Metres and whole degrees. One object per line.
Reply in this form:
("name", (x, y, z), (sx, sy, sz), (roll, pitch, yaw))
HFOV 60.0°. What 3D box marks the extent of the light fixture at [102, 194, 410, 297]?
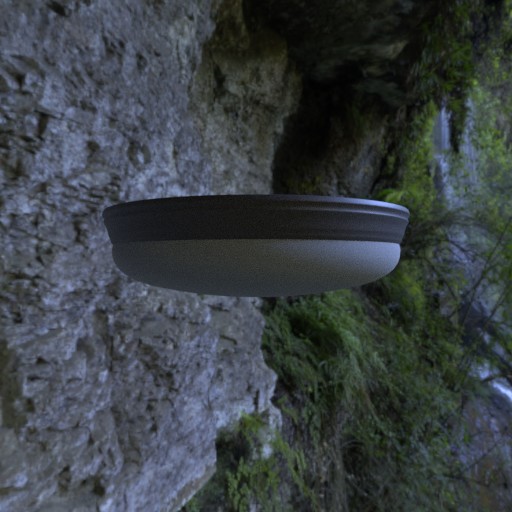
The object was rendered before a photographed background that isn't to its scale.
("light fixture", (0.000, 0.000, 0.560), (0.368, 0.100, 0.368), (0, -1, 0))
